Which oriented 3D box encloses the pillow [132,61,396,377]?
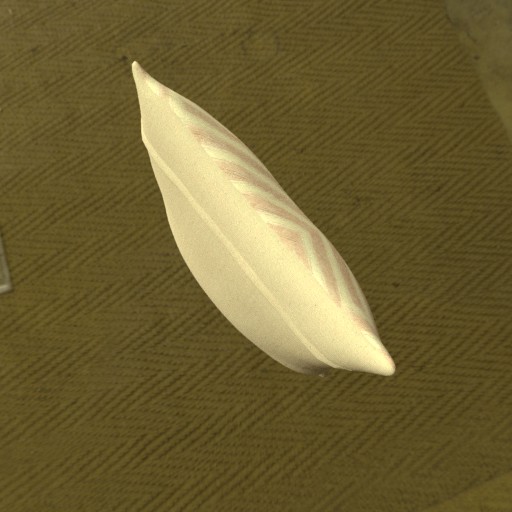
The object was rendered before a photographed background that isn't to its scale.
[{"bbox_3d":[0.000,0.000,0.657,0.182,0.441,0.440,-37,79,-9],"label":"pillow"}]
